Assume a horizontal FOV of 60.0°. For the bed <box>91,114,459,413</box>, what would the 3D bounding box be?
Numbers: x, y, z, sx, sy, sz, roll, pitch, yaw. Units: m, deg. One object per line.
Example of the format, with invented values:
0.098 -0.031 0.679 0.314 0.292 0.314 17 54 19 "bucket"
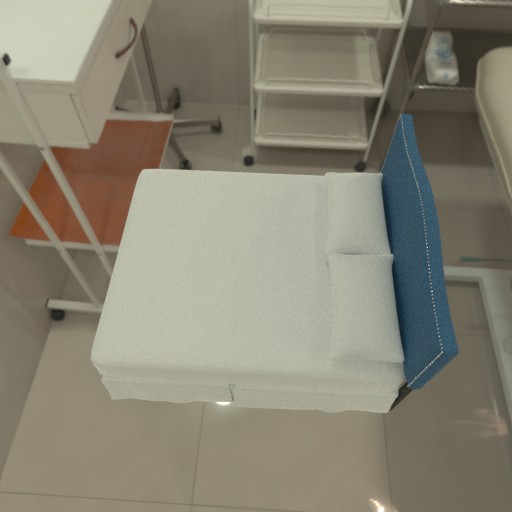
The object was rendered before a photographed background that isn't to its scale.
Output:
0.000 0.000 2.823 1.872 1.169 1.610 3 57 2 "bed"
